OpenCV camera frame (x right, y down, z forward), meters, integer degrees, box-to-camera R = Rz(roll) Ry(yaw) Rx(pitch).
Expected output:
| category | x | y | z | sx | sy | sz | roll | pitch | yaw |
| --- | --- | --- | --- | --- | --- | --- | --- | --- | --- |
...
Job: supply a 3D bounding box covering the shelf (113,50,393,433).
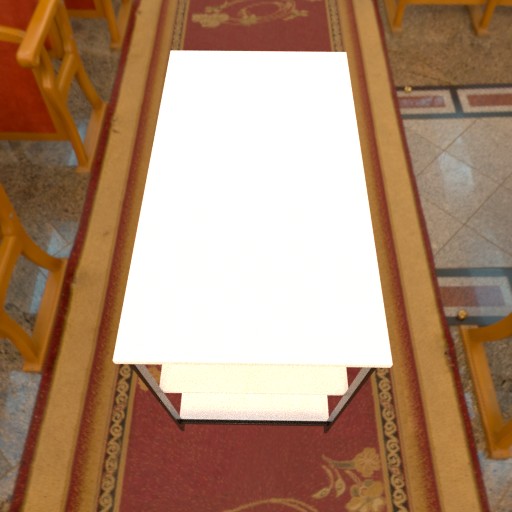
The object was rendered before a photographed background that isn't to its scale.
| category | x | y | z | sx | sy | sz | roll | pitch | yaw |
| --- | --- | --- | --- | --- | --- | --- | --- | --- | --- |
| shelf | 0.000 | 0.000 | 1.342 | 0.498 | 0.750 | 0.902 | 1 | 59 | 0 |
